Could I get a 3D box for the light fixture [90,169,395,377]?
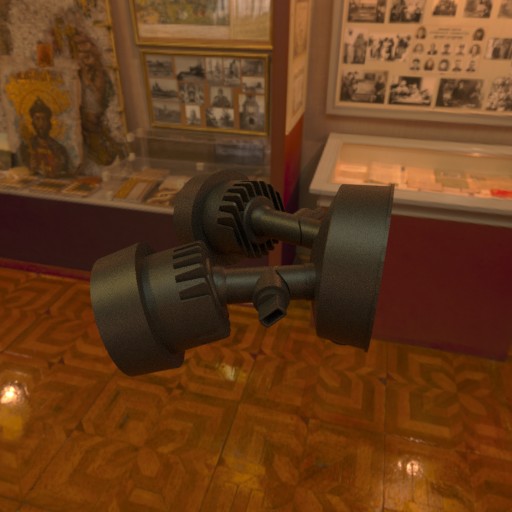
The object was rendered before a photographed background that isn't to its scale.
[{"bbox_3d":[0.000,0.000,0.310,0.168,0.120,0.213,9,33,14],"label":"light fixture"}]
